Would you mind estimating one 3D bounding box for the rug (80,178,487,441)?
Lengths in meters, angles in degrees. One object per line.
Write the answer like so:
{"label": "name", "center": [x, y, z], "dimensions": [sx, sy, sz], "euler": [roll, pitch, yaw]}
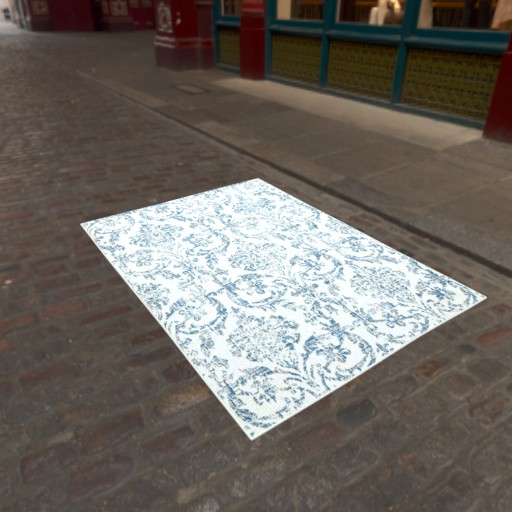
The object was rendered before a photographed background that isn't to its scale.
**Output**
{"label": "rug", "center": [0.000, 0.000, 2.833], "dimensions": [1.586, 0.014, 2.197], "euler": [-20, 36, -29]}
